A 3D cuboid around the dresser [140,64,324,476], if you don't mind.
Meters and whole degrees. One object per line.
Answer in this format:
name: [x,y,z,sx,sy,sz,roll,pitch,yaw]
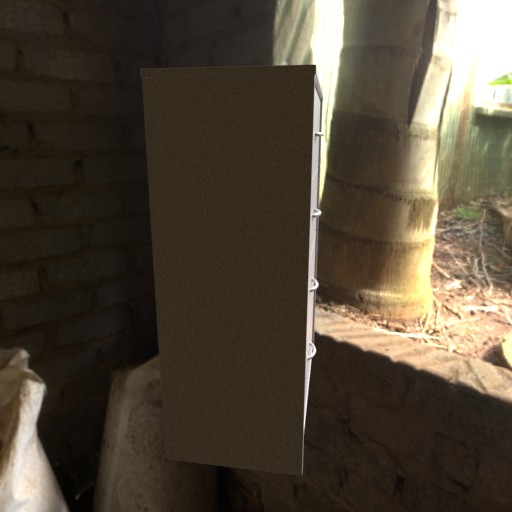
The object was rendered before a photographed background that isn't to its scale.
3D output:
dresser: [0.000,0.000,1.412,0.401,1.021,0.704,3,15,9]
